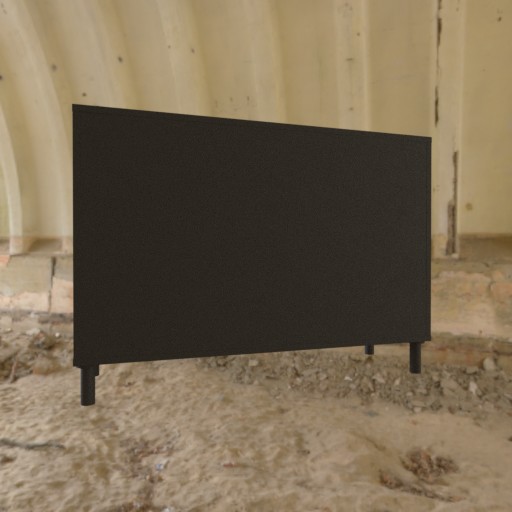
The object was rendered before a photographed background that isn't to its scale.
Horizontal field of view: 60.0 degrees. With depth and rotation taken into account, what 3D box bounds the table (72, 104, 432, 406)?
[{"bbox_3d":[0.000,0.000,1.608,1.200,0.855,0.400,0,1,-17],"label":"table"}]
